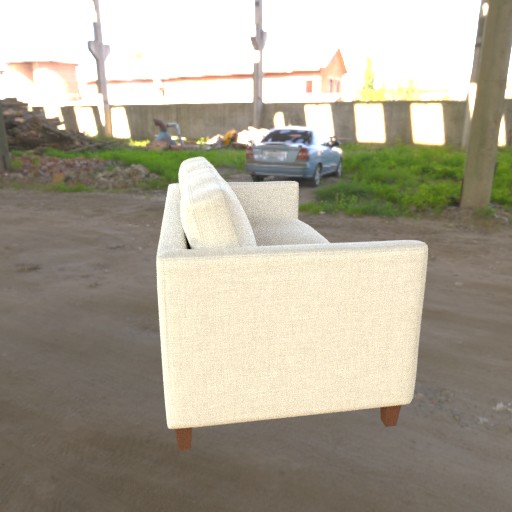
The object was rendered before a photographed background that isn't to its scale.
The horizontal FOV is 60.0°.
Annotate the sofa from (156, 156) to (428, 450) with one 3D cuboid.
[{"bbox_3d":[0.000,0.000,2.377,0.950,0.963,1.838,-3,17,-9],"label":"sofa"}]
